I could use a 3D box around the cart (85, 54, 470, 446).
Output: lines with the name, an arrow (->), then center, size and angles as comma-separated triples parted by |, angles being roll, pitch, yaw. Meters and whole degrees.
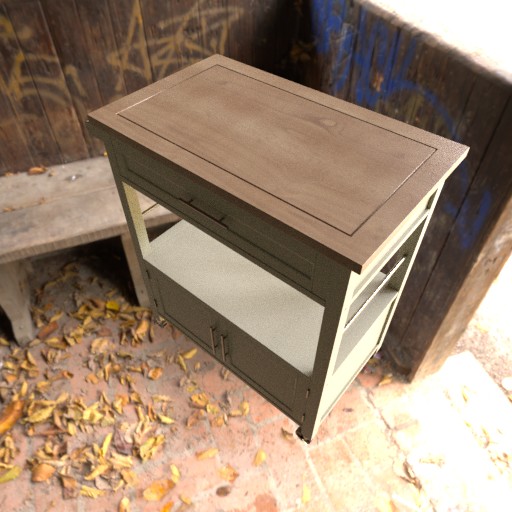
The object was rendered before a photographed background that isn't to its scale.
cart -> 0.000, 0.000, 1.366 | 0.840, 0.901, 0.459 | 31, 54, 26
